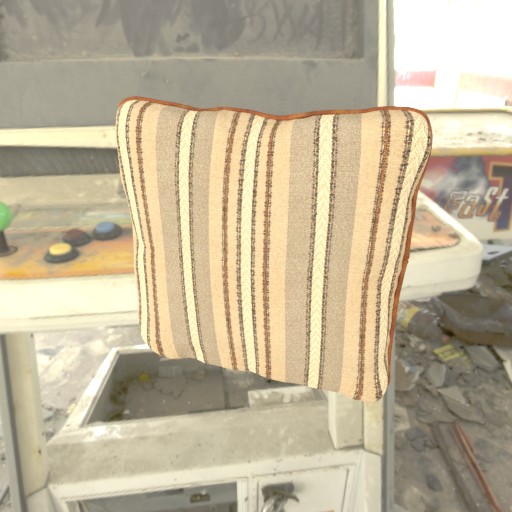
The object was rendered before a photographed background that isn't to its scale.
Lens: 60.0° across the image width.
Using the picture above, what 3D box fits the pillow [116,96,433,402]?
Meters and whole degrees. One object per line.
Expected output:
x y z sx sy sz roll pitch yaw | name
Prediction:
0.000 0.000 0.738 0.489 0.490 0.130 8 27 17 | pillow
